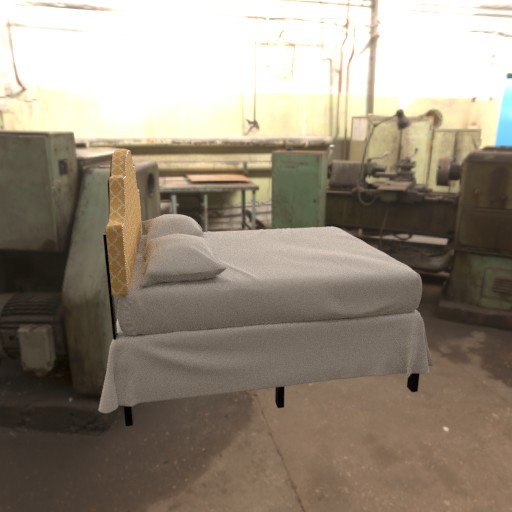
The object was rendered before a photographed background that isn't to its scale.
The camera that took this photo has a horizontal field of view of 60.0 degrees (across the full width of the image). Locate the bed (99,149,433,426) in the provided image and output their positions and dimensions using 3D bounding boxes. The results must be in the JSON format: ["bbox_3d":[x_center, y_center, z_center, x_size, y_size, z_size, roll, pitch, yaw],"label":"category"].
[{"bbox_3d":[0.000,0.000,3.440,2.222,1.633,1.780,-3,16,-11],"label":"bed"}]
